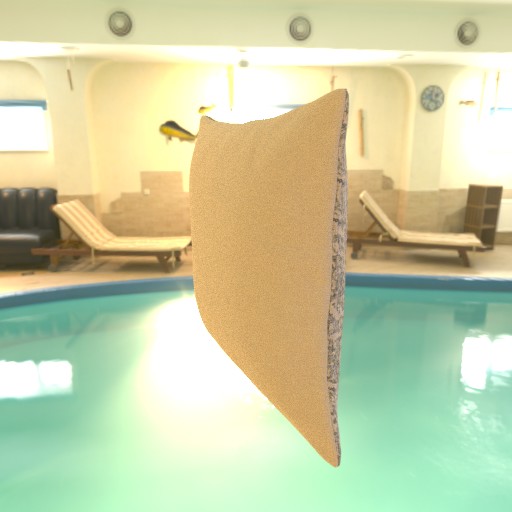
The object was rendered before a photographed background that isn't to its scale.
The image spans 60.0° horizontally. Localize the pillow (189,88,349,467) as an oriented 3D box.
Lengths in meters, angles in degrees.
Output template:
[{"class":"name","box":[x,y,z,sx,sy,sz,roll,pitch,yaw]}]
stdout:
[{"class":"pillow","box":[0.000,0.000,0.790,0.166,0.510,0.523,-6,15,-24]}]
